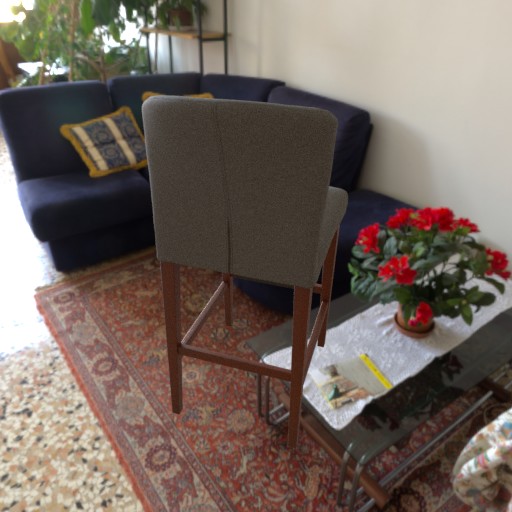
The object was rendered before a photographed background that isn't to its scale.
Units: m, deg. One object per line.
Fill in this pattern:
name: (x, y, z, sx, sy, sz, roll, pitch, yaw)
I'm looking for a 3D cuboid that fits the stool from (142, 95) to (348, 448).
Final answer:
stool: (0.000, 0.000, 1.408, 0.481, 1.069, 0.568, 10, 33, 16)
